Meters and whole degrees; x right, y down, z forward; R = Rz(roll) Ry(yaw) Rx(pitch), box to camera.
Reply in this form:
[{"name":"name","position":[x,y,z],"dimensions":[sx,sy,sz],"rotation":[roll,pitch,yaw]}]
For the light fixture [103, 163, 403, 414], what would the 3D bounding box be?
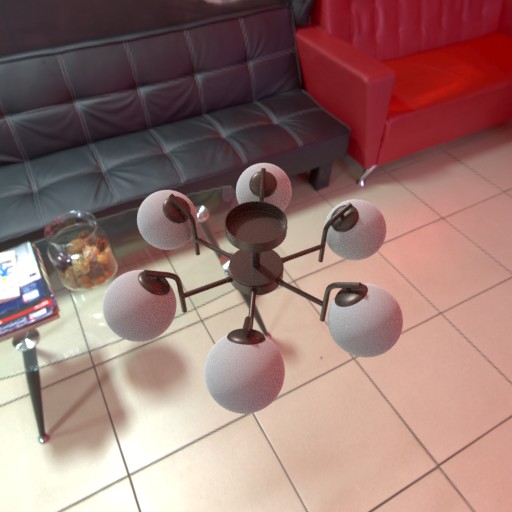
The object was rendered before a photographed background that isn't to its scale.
[{"name":"light fixture","position":[0.000,0.000,0.953],"dimensions":[0.662,0.201,0.662],"rotation":[0,47,0]}]
